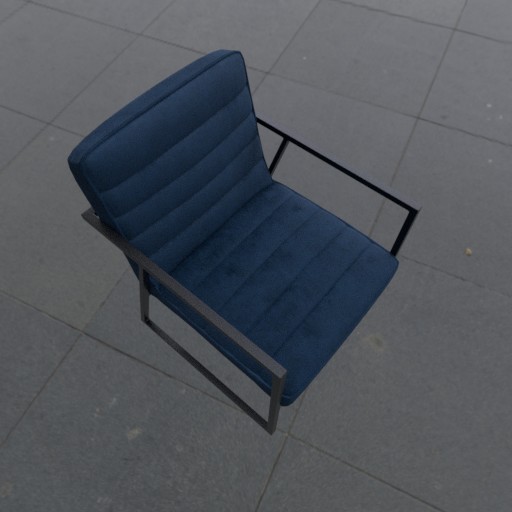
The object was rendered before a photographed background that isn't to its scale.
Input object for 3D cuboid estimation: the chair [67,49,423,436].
[{"bbox_3d":[0.000,0.000,1.270,0.677,0.833,0.571,36,65,20],"label":"chair"}]
